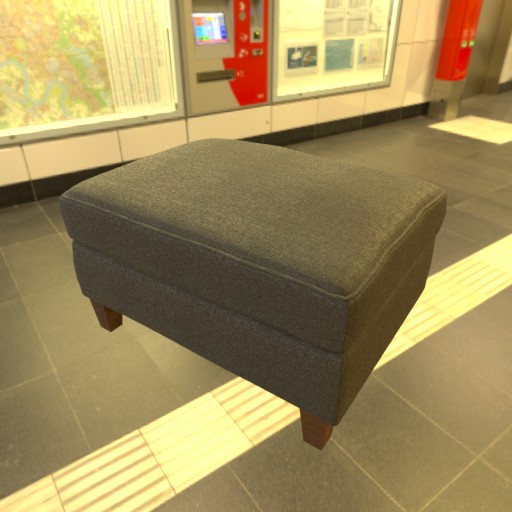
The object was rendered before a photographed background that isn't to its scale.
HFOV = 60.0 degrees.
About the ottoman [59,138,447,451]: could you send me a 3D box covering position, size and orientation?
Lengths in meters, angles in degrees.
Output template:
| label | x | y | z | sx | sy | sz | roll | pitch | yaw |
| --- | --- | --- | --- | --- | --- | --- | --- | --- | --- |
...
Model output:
| label | x | y | z | sx | sy | sz | roll | pitch | yaw |
| --- | --- | --- | --- | --- | --- | --- | --- | --- | --- |
| ottoman | 0.000 | 0.000 | 1.231 | 0.826 | 0.496 | 0.639 | 19 | 36 | 29 |
